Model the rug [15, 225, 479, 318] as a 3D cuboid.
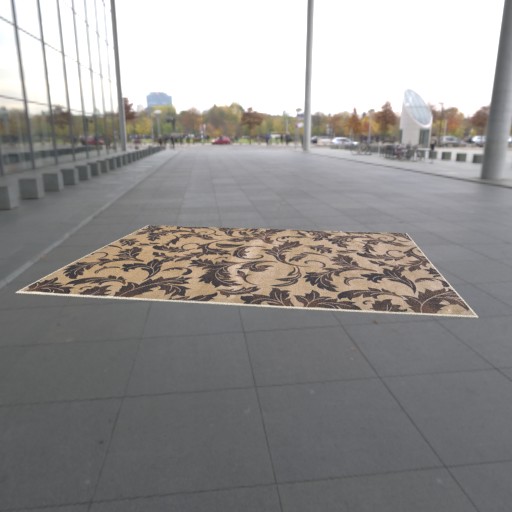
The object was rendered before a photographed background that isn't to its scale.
[{"bbox_3d":[0.000,0.000,3.919,2.977,0.008,2.380,2,15,8],"label":"rug"}]
